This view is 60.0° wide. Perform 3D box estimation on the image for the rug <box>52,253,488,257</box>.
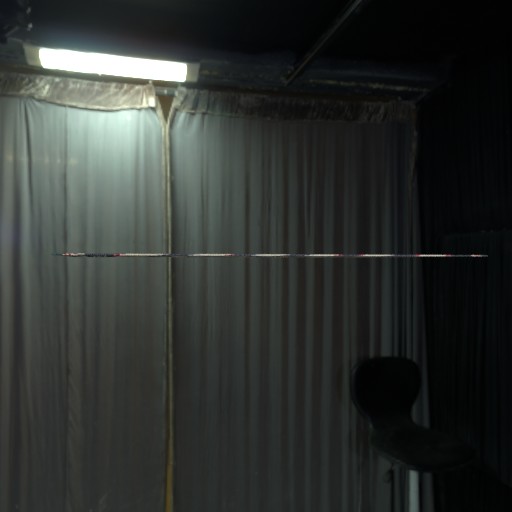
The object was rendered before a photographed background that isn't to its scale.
[{"bbox_3d":[0.000,0.000,2.907,2.311,0.010,1.522,0,-1,-18],"label":"rug"}]
